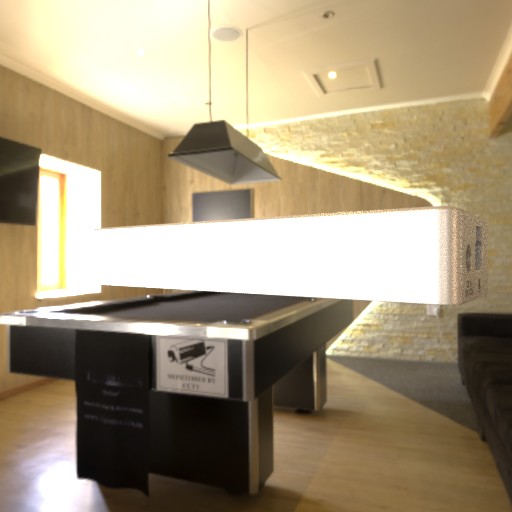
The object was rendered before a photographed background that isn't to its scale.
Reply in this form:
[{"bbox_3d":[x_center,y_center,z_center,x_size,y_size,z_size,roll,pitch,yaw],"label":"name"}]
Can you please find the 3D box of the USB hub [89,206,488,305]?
[{"bbox_3d":[0.000,0.000,0.160,0.145,0.023,0.044,0,0,36],"label":"USB hub"}]
